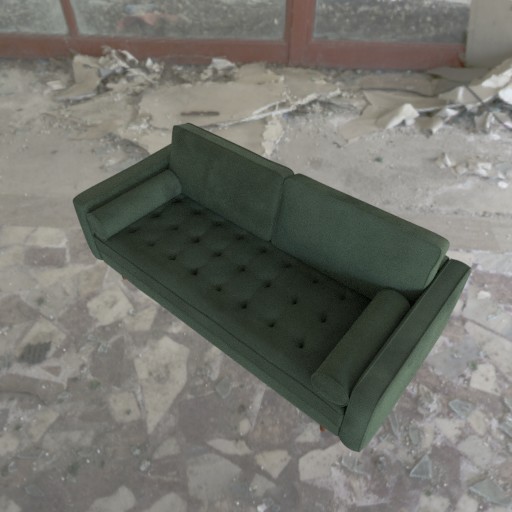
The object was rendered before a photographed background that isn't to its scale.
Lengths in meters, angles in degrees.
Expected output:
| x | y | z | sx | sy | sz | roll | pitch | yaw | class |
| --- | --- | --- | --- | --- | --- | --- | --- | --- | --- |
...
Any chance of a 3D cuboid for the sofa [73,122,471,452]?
| x | y | z | sx | sy | sz | roll | pitch | yaw | class |
| --- | --- | --- | --- | --- | --- | --- | --- | --- | --- |
| 0.000 | 0.000 | 2.333 | 1.880 | 0.772 | 0.916 | 30 | 52 | 27 | sofa |
